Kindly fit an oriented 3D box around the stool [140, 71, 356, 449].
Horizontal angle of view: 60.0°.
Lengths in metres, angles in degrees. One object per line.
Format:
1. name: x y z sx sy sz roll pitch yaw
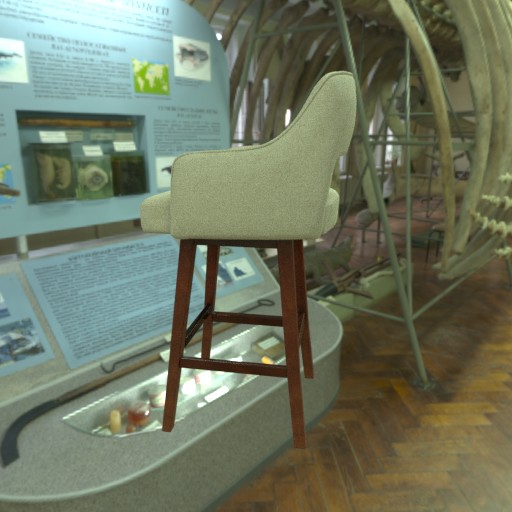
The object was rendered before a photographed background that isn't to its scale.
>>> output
1. stool: 0.000 0.000 1.387 0.560 1.041 0.550 3 16 10
